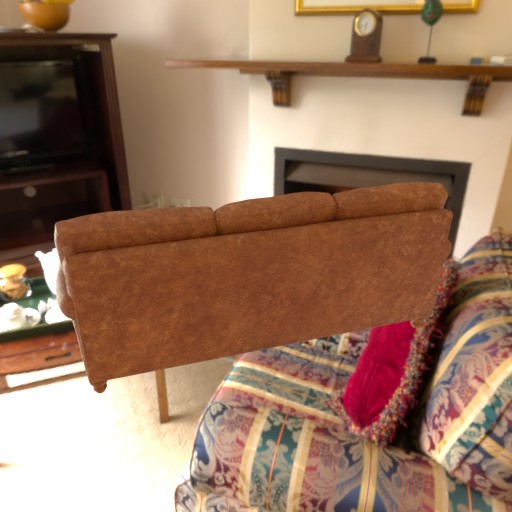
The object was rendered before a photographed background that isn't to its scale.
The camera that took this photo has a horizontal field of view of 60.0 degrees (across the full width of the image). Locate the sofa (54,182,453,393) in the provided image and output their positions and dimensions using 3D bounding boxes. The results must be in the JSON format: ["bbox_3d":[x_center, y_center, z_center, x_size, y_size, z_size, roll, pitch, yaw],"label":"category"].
[{"bbox_3d":[0.000,0.000,2.868,2.351,0.977,0.973,-8,26,-16],"label":"sofa"}]
